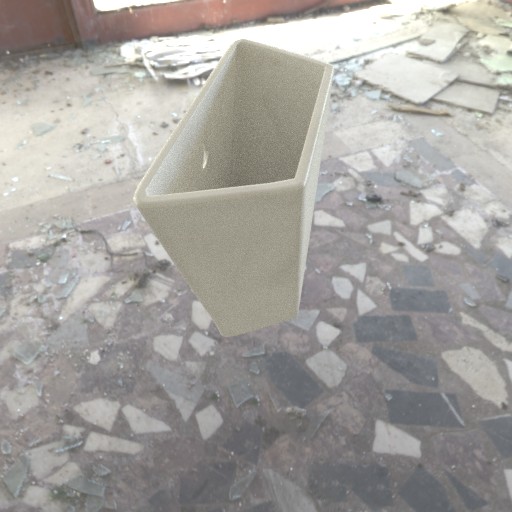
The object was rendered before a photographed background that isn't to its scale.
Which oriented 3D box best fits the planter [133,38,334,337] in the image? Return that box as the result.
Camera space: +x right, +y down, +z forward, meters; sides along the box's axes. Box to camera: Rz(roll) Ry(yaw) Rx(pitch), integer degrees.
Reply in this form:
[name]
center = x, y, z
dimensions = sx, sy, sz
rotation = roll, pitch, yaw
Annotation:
[planter]
center = 0.000, 0.000, 0.272
dimensions = 0.060, 0.197, 0.150
rotation = 10, 48, 9
